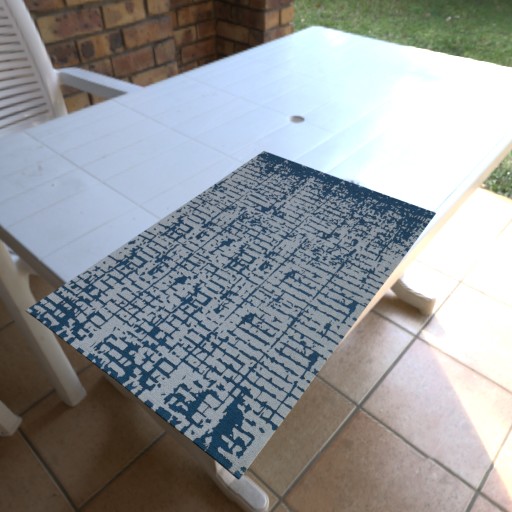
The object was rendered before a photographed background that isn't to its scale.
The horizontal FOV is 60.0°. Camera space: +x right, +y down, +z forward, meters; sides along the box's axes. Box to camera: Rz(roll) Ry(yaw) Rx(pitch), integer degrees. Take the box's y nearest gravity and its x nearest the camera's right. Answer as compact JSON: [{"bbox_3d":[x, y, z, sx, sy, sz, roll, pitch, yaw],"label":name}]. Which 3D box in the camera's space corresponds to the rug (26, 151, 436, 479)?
[{"bbox_3d":[0.000,0.000,2.264,1.220,0.007,1.828,26,48,26],"label":"rug"}]
